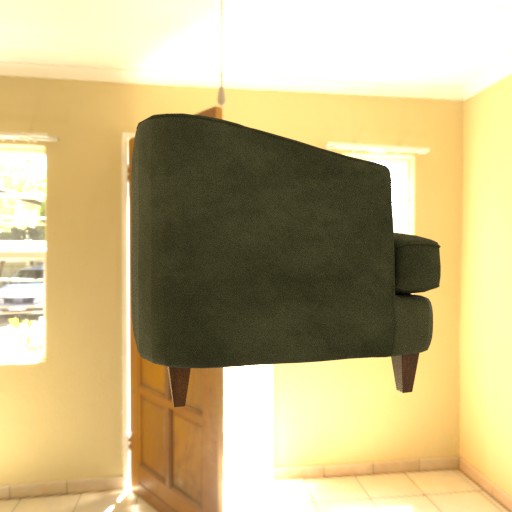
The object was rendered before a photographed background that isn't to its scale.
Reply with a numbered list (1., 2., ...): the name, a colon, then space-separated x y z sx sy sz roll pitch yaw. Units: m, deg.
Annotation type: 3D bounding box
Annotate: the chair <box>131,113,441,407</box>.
1. chair: 0.000 0.000 1.753 0.941 0.852 1.104 0 1 -17
